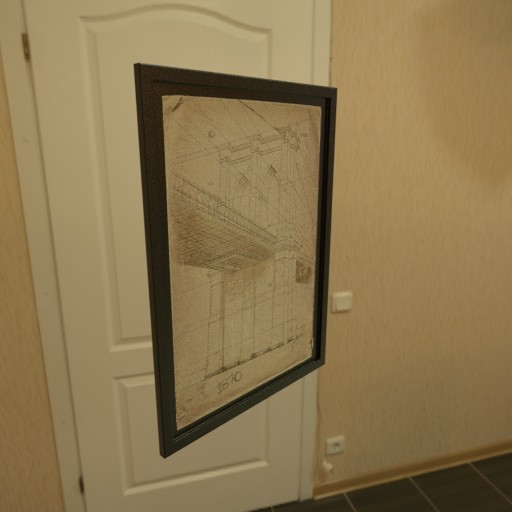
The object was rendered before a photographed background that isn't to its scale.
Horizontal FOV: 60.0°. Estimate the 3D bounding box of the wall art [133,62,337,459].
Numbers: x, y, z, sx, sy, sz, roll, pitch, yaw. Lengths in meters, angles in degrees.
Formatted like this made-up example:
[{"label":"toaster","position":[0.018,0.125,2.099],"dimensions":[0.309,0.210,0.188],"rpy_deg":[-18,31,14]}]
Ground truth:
[{"label":"wall art","position":[0.000,0.000,0.877],"dimensions":[0.016,0.657,0.480],"rpy_deg":[15,21,43]}]
